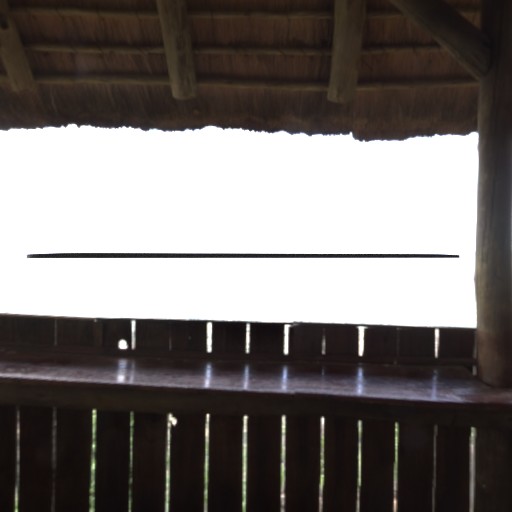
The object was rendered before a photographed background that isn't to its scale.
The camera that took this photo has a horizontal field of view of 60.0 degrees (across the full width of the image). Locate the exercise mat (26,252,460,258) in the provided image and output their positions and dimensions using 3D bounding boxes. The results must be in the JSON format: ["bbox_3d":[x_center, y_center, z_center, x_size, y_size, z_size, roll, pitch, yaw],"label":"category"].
[{"bbox_3d":[0.000,0.000,2.111,1.884,0.021,0.616,0,0,-17],"label":"exercise mat"}]
